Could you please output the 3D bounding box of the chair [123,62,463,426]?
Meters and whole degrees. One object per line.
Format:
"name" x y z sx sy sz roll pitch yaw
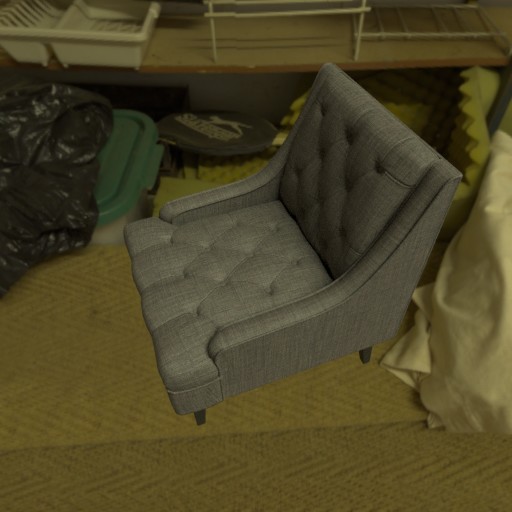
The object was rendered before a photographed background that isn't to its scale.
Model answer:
"chair" 0.000 0.000 1.418 0.771 0.891 0.655 -16 49 -14
